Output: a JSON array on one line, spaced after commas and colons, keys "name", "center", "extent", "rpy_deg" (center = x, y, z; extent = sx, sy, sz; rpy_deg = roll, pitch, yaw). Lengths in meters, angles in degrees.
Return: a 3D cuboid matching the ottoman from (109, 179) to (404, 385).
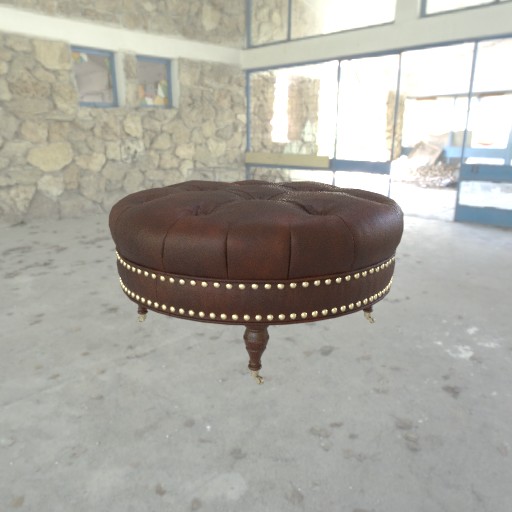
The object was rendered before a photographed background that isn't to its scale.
[{"name": "ottoman", "center": [0.000, 0.000, 1.427], "extent": [0.901, 0.455, 0.901], "rpy_deg": [0, 15, 0]}]
